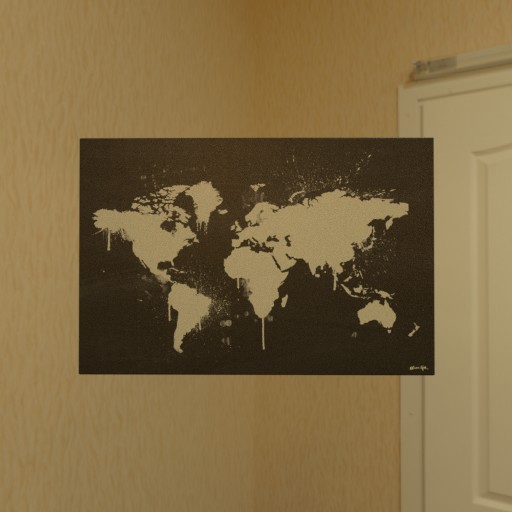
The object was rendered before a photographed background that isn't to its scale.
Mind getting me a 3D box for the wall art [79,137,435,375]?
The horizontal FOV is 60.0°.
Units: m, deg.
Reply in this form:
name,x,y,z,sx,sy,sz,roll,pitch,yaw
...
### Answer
name,x,y,z,sx,sy,sz,roll,pitch,yaw
wall art,0.000,0.000,1.155,0.912,0.612,0.038,0,-1,1
